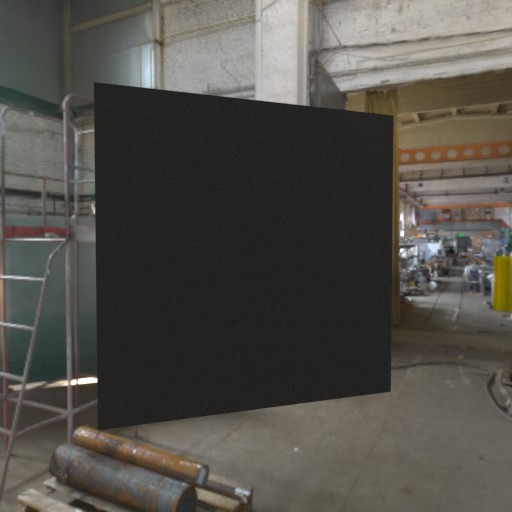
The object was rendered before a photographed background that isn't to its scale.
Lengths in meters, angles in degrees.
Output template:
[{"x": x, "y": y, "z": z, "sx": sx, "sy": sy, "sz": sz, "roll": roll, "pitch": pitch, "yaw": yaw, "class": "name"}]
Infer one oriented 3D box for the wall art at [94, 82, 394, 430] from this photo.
[{"x": 0.000, "y": 0.000, "z": 0.453, "sx": 0.308, "sy": 0.305, "sz": 0.030, "roll": -1, "pitch": 2, "yaw": -19, "class": "wall art"}]
